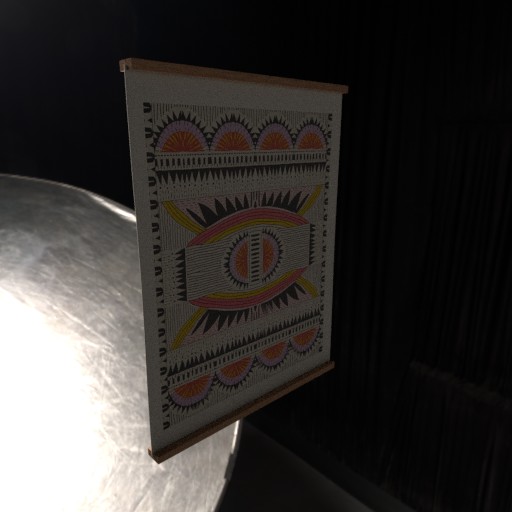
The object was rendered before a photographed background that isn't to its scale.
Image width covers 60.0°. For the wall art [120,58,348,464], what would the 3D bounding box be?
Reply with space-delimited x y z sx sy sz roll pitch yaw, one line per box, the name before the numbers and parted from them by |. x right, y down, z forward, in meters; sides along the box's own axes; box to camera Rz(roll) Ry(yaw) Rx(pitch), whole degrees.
wall art | 0.000 0.000 0.695 0.403 0.527 0.028 -13 20 -41
